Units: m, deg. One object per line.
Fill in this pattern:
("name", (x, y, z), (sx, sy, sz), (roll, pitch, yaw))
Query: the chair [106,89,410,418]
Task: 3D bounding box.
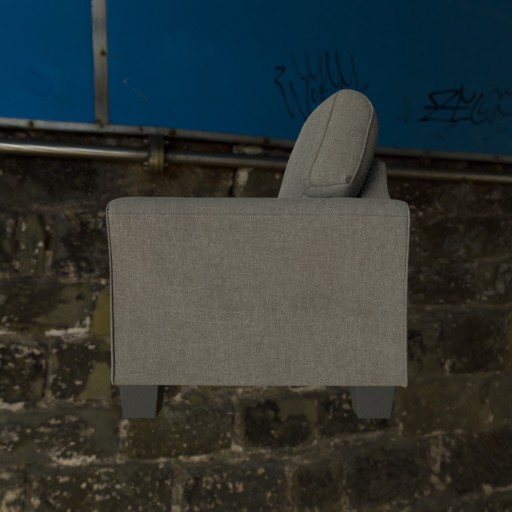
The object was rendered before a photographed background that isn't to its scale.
("chair", (0.000, 0.000, 1.598), (0.816, 0.890, 0.941), (0, -1, 0))
